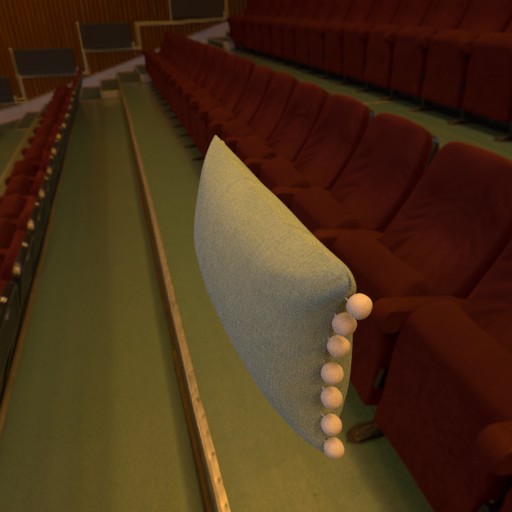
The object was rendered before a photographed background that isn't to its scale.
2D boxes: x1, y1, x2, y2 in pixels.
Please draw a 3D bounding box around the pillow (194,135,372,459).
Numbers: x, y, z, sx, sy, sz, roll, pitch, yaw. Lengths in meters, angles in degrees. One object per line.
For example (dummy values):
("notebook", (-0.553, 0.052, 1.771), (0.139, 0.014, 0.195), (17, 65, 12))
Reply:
("pillow", (0.000, 0.000, 0.838), (0.201, 0.322, 0.709), (-9, 31, -15))
